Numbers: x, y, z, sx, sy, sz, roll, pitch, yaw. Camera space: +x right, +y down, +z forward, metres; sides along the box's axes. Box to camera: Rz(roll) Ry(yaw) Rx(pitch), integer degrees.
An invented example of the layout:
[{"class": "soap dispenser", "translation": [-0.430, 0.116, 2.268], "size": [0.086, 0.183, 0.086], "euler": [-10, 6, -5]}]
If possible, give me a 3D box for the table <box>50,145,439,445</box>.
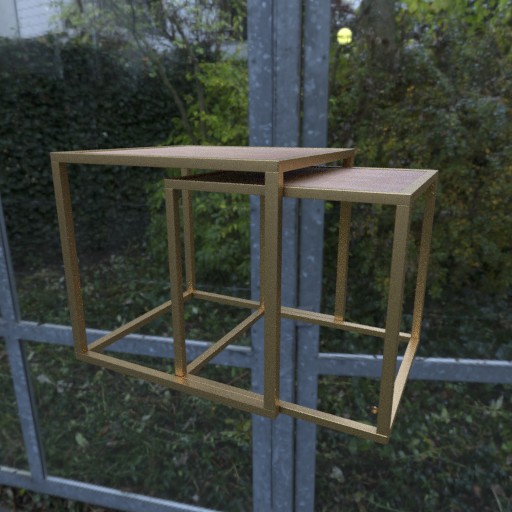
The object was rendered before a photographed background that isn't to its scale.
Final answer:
[{"class": "table", "translation": [0.000, 0.000, 1.096], "size": [0.762, 0.505, 0.505], "euler": [8, 18, 25]}]
